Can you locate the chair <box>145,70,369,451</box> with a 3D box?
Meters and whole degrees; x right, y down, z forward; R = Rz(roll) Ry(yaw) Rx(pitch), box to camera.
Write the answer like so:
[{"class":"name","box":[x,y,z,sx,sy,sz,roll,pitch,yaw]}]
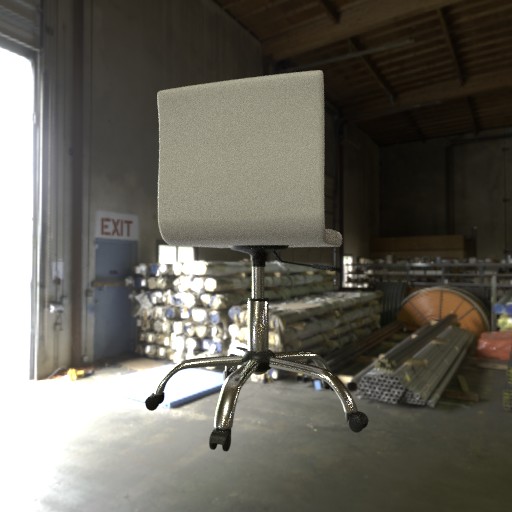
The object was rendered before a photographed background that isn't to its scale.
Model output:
[{"class":"chair","box":[0.000,0.000,1.124,0.556,0.780,0.530,0,-1,17]}]
